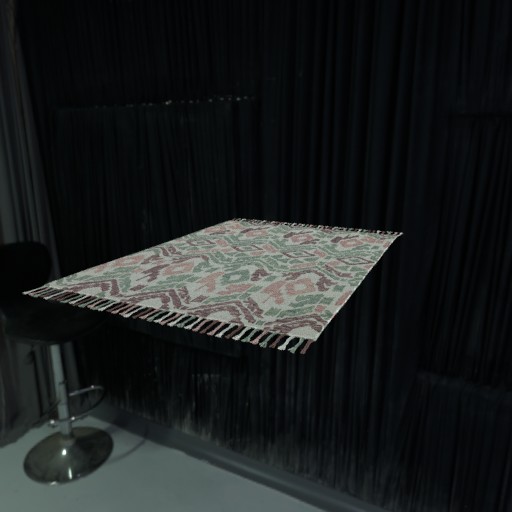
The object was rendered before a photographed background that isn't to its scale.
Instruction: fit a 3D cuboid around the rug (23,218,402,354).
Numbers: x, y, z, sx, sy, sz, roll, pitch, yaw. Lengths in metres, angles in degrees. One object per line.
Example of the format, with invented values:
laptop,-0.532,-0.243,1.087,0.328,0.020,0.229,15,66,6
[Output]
rug,0.000,0.000,2.300,1.219,0.010,1.829,7,17,25
